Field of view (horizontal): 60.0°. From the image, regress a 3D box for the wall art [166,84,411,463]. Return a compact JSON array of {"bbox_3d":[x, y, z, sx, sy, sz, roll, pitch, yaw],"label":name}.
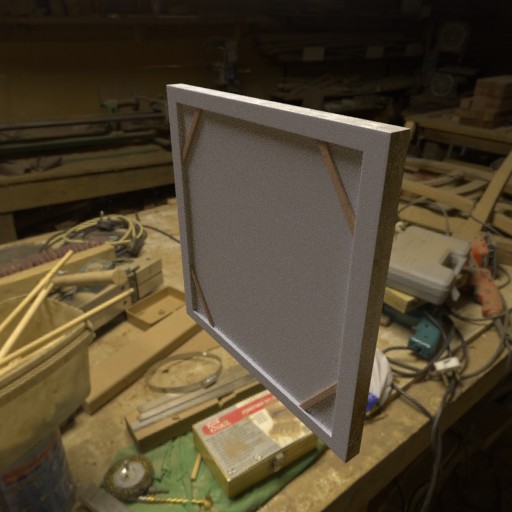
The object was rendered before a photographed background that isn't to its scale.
[{"bbox_3d":[0.000,0.000,0.914,0.038,0.610,0.610,-19,33,-32],"label":"wall art"}]
